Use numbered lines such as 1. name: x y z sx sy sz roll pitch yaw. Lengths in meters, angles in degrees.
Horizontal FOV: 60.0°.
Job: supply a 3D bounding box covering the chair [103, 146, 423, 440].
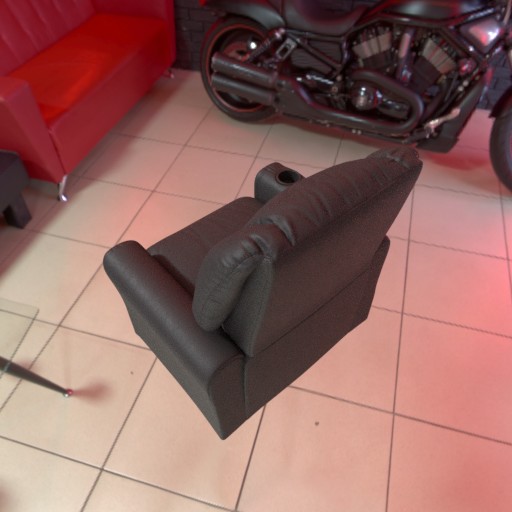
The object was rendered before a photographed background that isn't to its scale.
1. chair: 0.000 0.000 1.103 0.610 0.709 0.521 -33 55 -27
